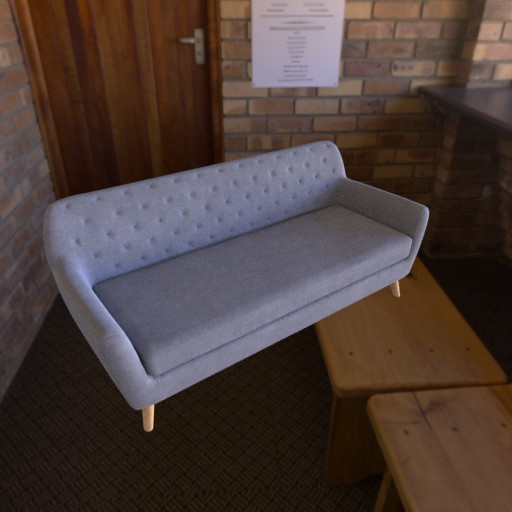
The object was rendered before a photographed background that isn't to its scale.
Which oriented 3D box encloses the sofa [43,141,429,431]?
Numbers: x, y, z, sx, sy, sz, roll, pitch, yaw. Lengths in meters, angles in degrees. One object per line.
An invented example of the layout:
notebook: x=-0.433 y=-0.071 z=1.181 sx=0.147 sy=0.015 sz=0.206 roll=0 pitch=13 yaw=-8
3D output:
sofa: x=0.000 y=0.000 z=2.429 sx=1.970 sy=0.830 sz=0.830 roll=-20 pitch=35 yaw=-31
